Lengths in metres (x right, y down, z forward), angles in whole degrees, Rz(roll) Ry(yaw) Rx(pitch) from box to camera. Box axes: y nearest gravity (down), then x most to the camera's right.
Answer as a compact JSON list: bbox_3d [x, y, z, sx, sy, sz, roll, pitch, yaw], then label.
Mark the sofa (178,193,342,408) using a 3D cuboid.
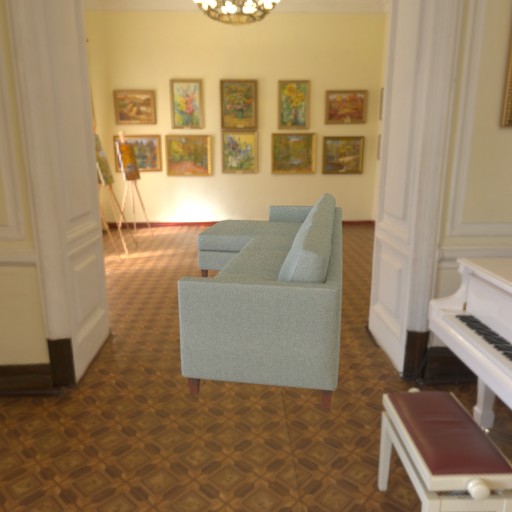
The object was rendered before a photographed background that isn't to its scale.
[{"bbox_3d":[0.000,0.000,4.212,1.600,0.953,3.470,3,14,10],"label":"sofa"}]
